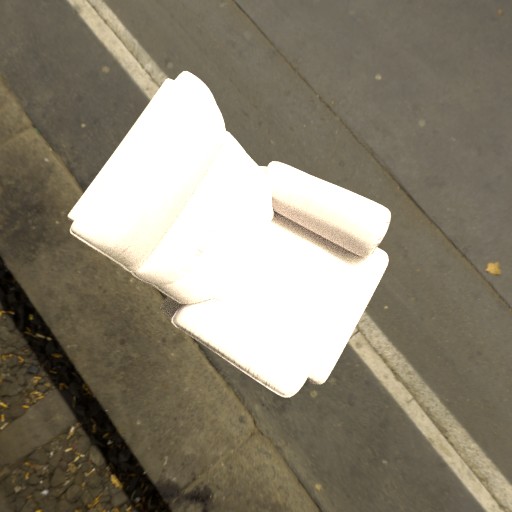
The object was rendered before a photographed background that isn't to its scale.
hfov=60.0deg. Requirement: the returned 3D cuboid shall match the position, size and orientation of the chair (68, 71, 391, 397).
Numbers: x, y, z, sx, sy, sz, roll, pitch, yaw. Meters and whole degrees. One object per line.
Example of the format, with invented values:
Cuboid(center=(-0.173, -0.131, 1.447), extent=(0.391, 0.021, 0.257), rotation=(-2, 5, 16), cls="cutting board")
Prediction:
Cuboid(center=(0.000, 0.000, 1.759), extent=(1.001, 1.039, 0.820), rotation=(30, 78, 7), cls="chair")
